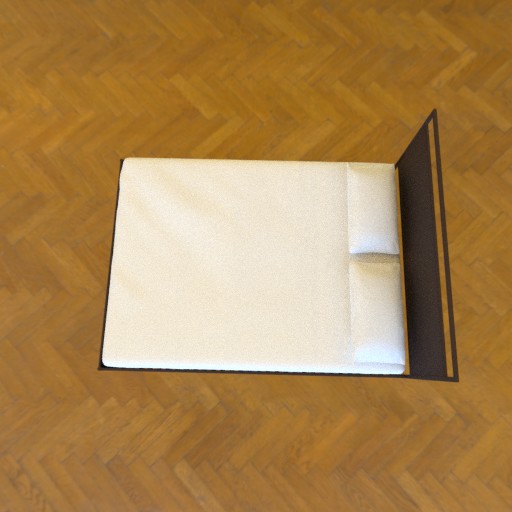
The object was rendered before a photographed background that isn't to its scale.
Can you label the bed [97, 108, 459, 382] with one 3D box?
[{"bbox_3d":[0.000,0.000,3.027,2.122,1.173,1.572,1,76,0],"label":"bed"}]
